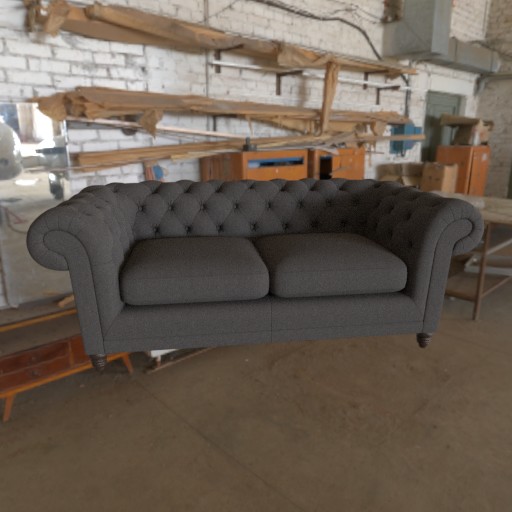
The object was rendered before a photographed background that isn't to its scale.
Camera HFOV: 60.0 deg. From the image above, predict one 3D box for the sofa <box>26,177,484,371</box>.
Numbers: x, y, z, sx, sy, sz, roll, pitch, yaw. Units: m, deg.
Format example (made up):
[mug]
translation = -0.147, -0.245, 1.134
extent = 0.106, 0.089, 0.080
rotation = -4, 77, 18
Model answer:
[sofa]
translation = 0.000, 0.000, 2.410
extent = 1.998, 0.764, 0.986
rotation = -2, 15, -8
